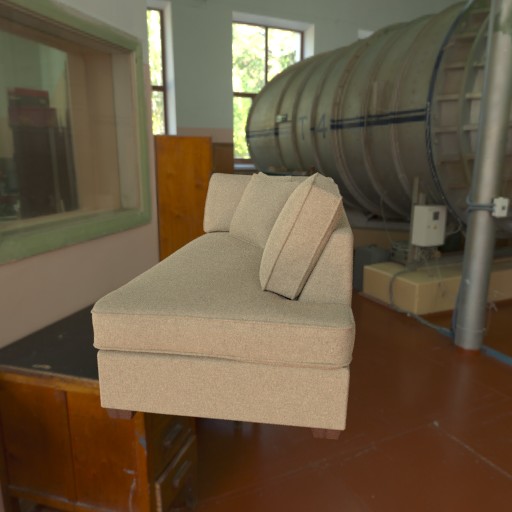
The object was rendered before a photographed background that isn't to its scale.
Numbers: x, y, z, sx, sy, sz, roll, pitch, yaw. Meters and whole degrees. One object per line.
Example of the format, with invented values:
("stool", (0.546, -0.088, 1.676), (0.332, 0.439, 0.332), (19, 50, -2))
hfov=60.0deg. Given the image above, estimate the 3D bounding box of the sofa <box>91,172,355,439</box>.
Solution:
("sofa", (0.000, 0.000, 2.806), (1.110, 1.033, 2.237), (2, 13, 8))
